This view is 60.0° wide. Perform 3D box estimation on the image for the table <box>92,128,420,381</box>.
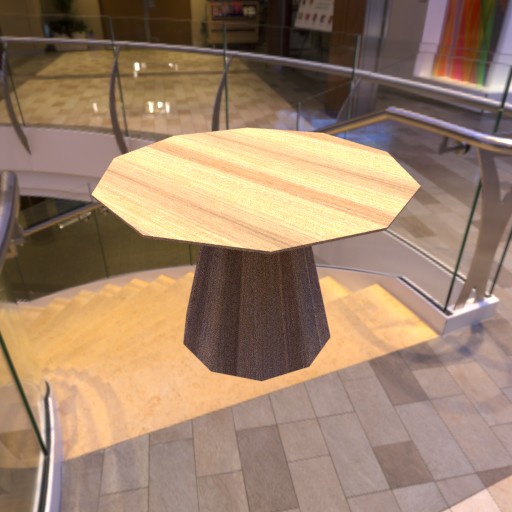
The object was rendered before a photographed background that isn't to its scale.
[{"bbox_3d":[0.000,0.000,1.869,1.186,0.752,1.186,0,31,0],"label":"table"}]
